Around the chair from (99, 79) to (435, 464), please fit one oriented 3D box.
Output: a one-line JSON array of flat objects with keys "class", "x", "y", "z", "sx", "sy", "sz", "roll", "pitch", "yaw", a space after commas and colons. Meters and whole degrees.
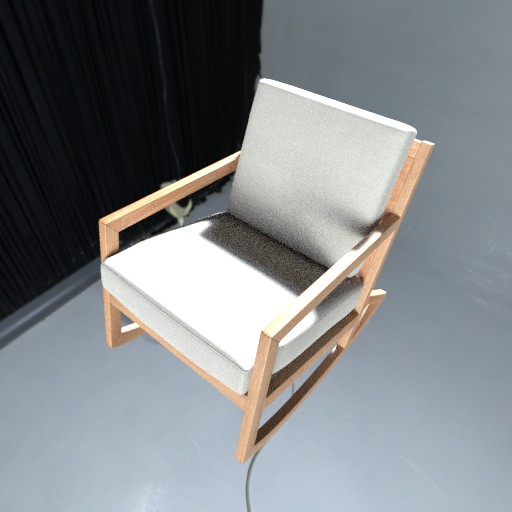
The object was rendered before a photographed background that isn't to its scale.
[{"class": "chair", "x": 0.000, "y": 0.000, "z": 1.406, "sx": 0.622, "sy": 0.790, "sz": 0.857, "roll": 30, "pitch": 52, "yaw": 27}]
